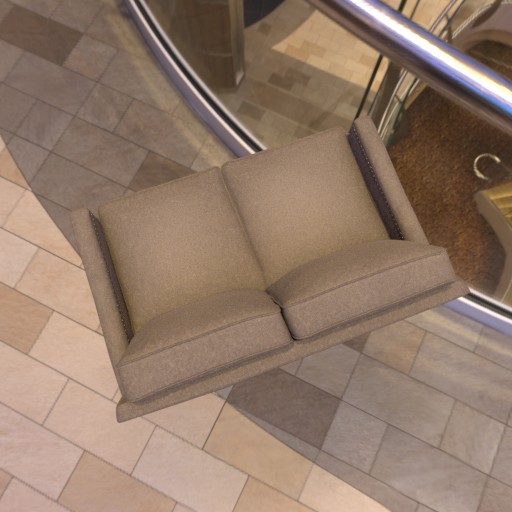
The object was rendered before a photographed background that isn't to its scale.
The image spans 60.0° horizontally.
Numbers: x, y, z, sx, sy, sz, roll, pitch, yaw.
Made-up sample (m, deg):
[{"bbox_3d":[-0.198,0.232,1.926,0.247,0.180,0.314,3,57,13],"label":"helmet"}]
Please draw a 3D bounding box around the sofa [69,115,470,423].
[{"bbox_3d":[0.000,0.000,2.214,1.597,1.003,1.084,-19,76,-5],"label":"sofa"}]
